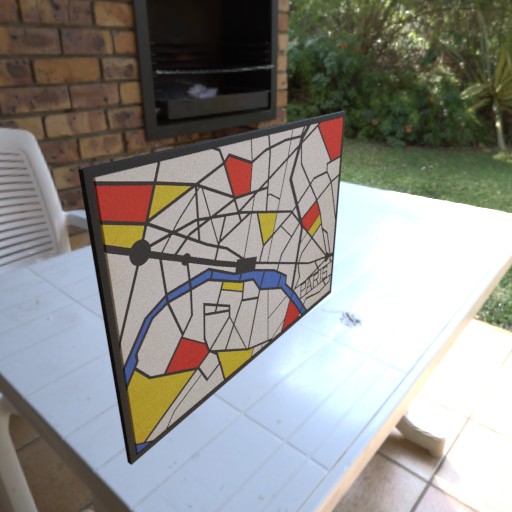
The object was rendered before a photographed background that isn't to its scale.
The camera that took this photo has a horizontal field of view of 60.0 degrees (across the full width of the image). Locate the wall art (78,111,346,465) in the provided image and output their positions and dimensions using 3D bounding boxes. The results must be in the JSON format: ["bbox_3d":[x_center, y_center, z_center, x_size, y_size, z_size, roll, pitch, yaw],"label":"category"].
[{"bbox_3d":[0.000,0.000,1.207,0.013,0.665,0.963,17,30,32],"label":"wall art"}]
